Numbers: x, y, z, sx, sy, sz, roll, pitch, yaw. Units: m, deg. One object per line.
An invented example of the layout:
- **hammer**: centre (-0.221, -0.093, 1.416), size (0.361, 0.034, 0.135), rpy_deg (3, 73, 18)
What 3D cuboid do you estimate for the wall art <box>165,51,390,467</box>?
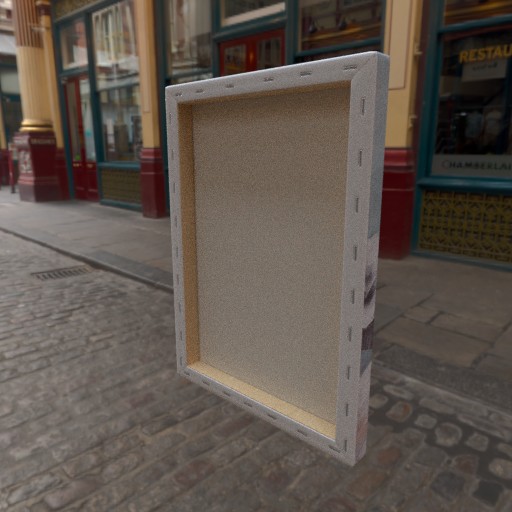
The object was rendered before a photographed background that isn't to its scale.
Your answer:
- **wall art**: centre (0.000, 0.000, 0.795), size (0.455, 0.613, 0.037), rpy_deg (12, 17, 42)
